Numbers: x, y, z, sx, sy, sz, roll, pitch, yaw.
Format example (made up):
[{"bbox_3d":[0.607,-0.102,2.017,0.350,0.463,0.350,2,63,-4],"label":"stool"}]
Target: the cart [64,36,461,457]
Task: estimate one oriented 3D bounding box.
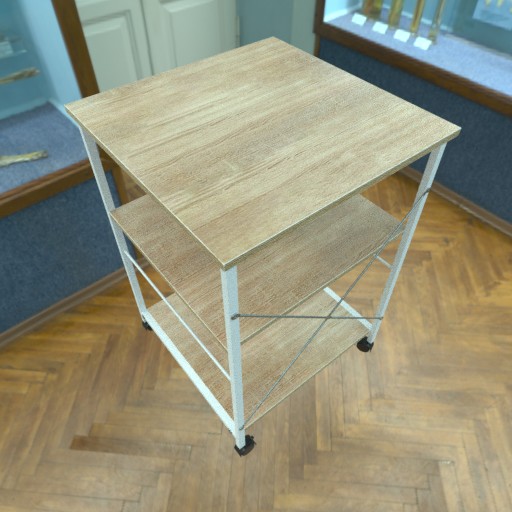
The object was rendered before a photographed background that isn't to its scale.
[{"bbox_3d":[0.000,0.000,1.096,0.521,0.762,0.520,-30,54,-25],"label":"cart"}]
